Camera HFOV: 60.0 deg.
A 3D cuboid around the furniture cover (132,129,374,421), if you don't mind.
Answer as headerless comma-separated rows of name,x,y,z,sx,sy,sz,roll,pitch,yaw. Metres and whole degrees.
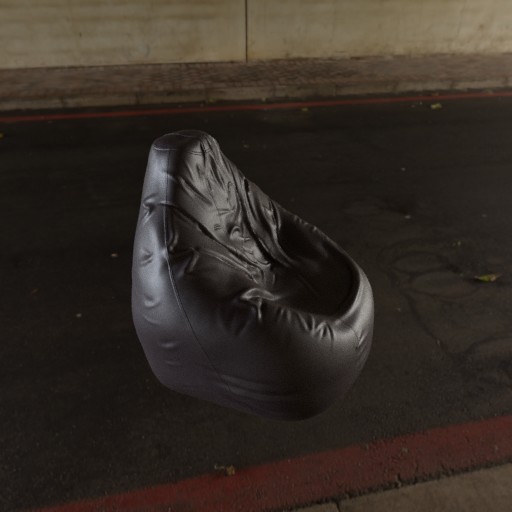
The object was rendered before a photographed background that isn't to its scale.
furniture cover,0.000,0.000,1.911,1.070,0.990,1.070,11,33,17
